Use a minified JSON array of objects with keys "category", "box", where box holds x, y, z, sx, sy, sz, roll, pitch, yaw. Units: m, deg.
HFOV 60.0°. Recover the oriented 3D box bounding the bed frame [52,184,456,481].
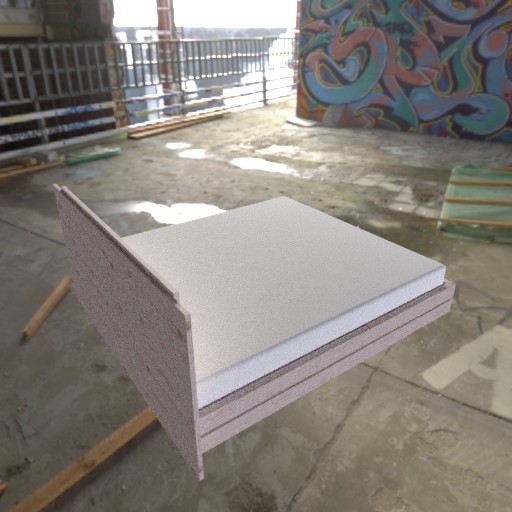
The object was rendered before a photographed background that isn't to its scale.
[{"category":"bed frame","box":[0.000,0.000,3.134,2.080,0.970,1.950,-18,33,-31]}]
